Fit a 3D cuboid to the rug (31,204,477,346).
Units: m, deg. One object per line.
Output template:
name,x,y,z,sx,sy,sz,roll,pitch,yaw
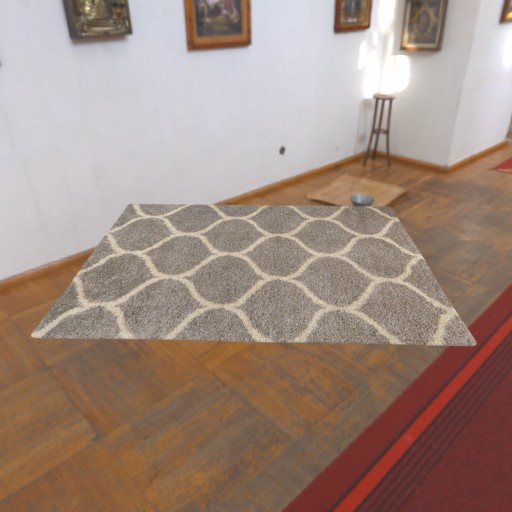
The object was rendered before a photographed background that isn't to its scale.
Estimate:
rug,0.000,0.000,4.011,3.000,0.026,2.399,1,29,1
